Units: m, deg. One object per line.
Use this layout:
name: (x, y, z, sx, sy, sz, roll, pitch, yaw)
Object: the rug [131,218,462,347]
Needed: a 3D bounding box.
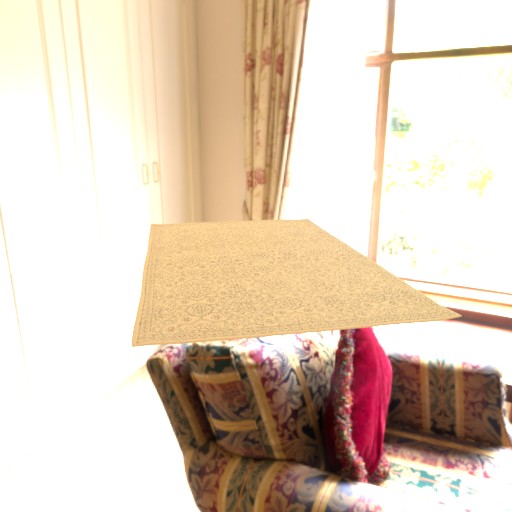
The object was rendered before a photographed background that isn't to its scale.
rug: (0.000, 0.000, 3.096, 1.518, 0.023, 2.434, -3, 17, -10)
